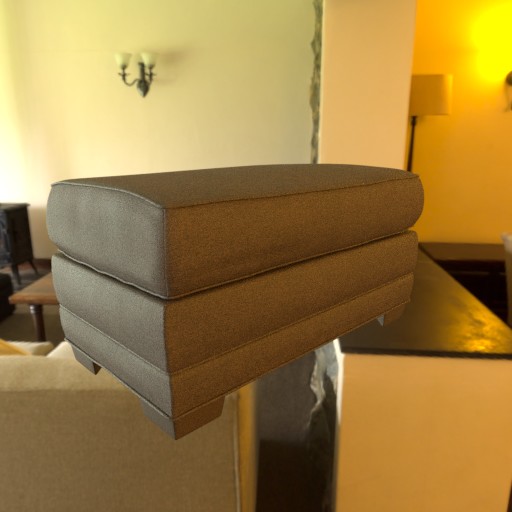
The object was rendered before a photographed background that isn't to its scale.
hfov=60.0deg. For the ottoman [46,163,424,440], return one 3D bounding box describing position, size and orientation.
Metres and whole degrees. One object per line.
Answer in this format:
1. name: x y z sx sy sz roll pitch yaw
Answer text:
1. ottoman: 0.000 0.000 1.130 0.864 0.448 0.490 -14 20 -43
